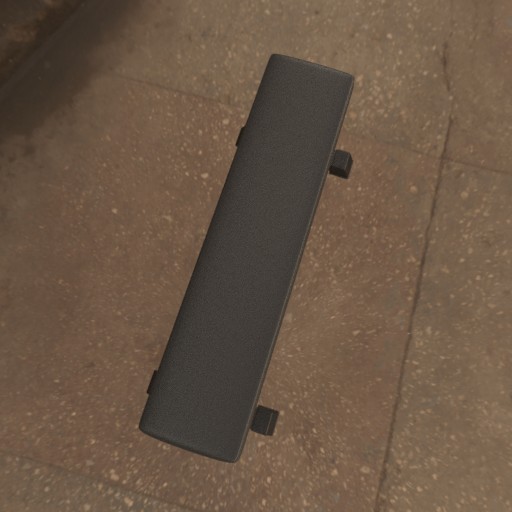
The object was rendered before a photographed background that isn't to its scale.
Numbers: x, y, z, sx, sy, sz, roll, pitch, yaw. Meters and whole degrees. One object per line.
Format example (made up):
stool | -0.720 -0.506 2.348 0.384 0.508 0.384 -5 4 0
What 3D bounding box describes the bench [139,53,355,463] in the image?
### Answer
bench | 0.000 0.000 1.340 0.439 0.453 1.072 17 78 4
